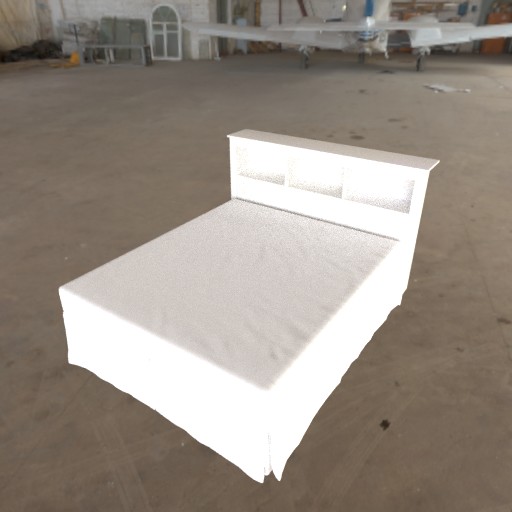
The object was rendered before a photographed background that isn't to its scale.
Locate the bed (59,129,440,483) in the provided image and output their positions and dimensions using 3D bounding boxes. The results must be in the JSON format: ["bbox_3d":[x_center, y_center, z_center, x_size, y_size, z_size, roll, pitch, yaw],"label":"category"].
[{"bbox_3d":[0.000,0.000,3.025,1.671,1.092,2.133,18,34,30],"label":"bed"}]
